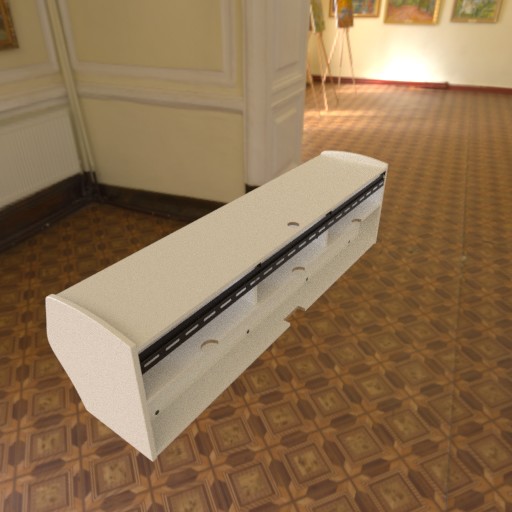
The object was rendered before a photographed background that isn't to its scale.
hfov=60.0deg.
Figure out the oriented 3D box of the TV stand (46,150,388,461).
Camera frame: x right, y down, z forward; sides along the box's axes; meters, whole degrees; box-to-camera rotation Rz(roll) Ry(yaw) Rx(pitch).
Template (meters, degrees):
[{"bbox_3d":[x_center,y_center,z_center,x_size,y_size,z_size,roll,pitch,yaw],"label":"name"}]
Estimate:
[{"bbox_3d":[0.000,0.000,1.680,0.397,0.424,1.473,21,37,30],"label":"TV stand"}]
